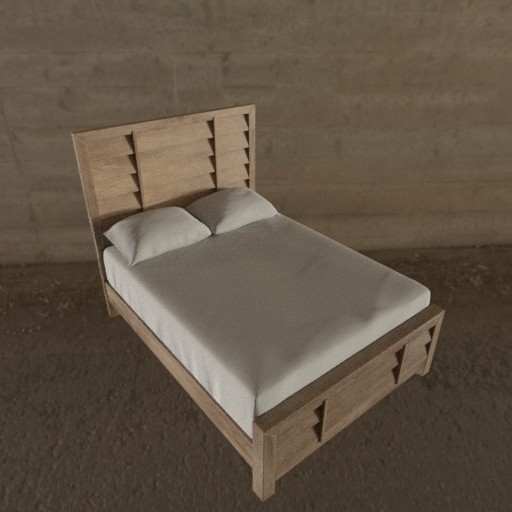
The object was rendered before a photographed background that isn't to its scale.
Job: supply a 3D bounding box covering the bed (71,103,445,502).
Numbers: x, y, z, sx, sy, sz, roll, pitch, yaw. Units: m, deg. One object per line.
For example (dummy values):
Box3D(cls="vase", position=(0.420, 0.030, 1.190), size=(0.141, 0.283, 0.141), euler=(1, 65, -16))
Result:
Box3D(cls="bed", position=(0.000, 0.000, 3.254), size=(1.626, 1.626, 2.197), euler=(-22, 37, -32))
